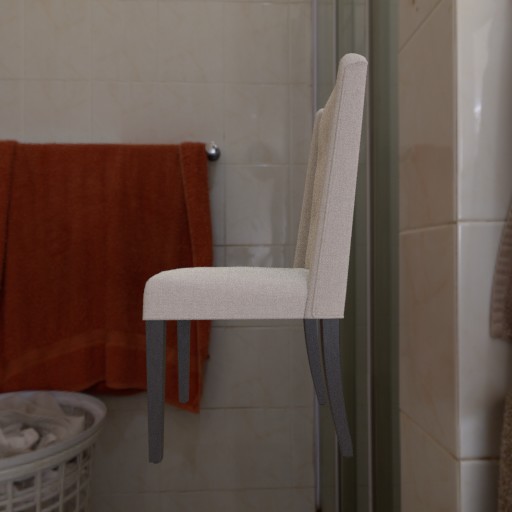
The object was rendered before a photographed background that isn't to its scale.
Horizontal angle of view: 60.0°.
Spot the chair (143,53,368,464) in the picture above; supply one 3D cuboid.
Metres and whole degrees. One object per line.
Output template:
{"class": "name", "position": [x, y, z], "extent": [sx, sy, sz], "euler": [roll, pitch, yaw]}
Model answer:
{"class": "chair", "position": [0.000, 0.000, 1.245], "extent": [0.523, 0.961, 0.474], "euler": [0, 0, -1]}
